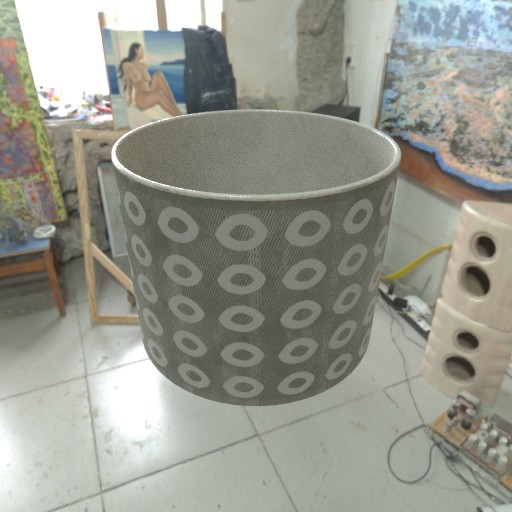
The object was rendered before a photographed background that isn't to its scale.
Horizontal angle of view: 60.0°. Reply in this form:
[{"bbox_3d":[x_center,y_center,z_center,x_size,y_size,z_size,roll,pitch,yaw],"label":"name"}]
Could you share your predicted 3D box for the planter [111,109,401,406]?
[{"bbox_3d":[0.000,0.000,0.457,0.250,0.239,0.250,0,31,0],"label":"planter"}]
